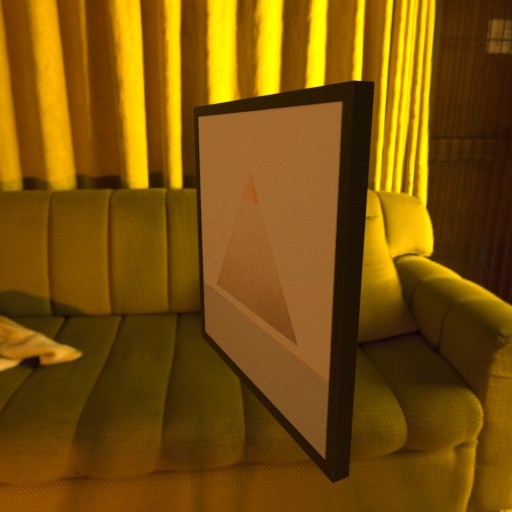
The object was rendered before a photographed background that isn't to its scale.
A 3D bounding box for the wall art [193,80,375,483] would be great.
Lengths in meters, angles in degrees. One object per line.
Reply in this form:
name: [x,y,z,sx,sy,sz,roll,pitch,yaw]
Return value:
wall art: [0.000,0.000,0.760,0.028,0.511,0.513,-8,17,-26]
